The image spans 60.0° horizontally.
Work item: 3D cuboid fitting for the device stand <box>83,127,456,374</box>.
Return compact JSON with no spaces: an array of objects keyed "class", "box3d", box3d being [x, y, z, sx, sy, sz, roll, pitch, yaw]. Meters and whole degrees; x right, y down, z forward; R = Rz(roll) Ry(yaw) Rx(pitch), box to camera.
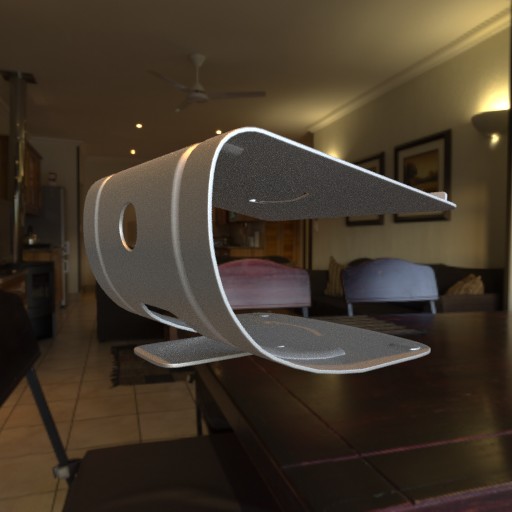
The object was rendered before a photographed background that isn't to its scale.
[{"class":"device stand","box3d":[0.000,0.000,0.399,0.236,0.155,0.256,-1,2,-36]}]
